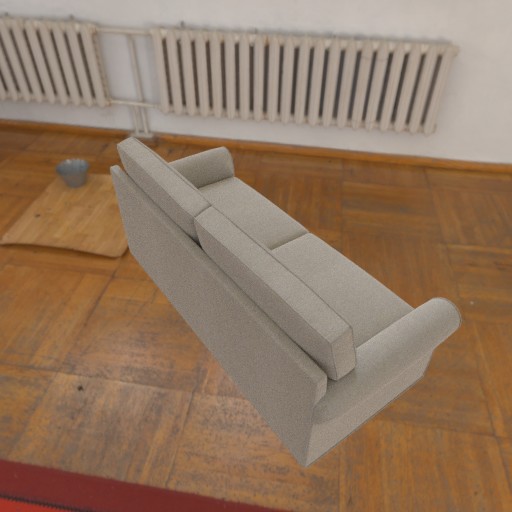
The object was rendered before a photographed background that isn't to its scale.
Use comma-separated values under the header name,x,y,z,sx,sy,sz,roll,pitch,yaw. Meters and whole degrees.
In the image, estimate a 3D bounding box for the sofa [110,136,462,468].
name,x,y,z,sx,sy,sz,roll,pitch,yaw
sofa,0.000,0.000,2.637,0.901,0.962,2.146,-25,47,-27
